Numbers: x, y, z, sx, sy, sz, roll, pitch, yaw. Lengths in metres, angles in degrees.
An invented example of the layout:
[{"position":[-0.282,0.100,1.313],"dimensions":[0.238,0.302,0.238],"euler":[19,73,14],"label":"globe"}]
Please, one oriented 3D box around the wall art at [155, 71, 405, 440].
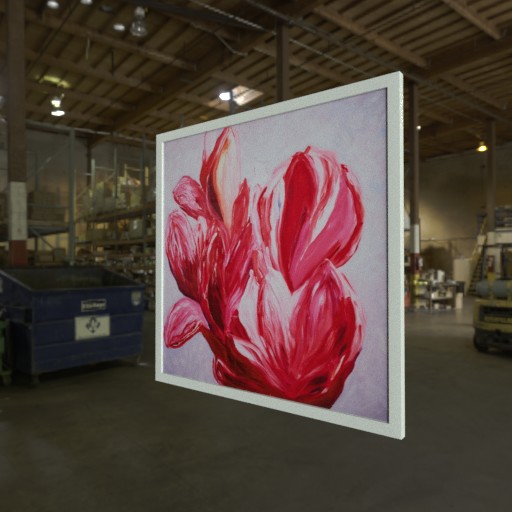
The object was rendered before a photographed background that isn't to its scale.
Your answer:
[{"position":[0.000,0.000,1.216],"dimensions":[0.805,0.803,0.022],"euler":[-1,-1,37],"label":"wall art"}]
